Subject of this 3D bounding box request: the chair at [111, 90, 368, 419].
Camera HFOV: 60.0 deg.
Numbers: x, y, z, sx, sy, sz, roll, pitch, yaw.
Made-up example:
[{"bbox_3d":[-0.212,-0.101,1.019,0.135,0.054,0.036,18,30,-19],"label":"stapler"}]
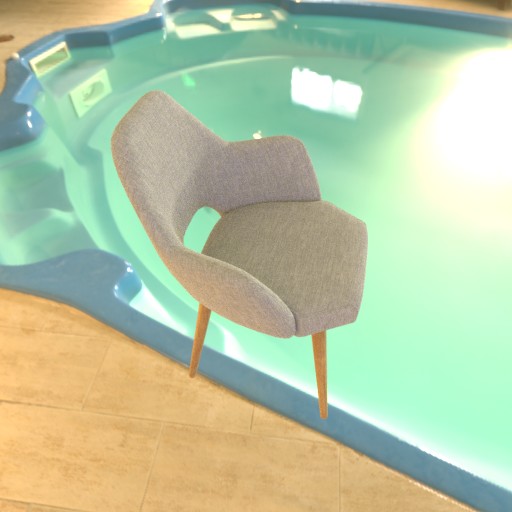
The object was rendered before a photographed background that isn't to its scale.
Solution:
[{"bbox_3d":[0.000,0.000,1.265,0.610,0.840,0.590,10,47,9],"label":"chair"}]
